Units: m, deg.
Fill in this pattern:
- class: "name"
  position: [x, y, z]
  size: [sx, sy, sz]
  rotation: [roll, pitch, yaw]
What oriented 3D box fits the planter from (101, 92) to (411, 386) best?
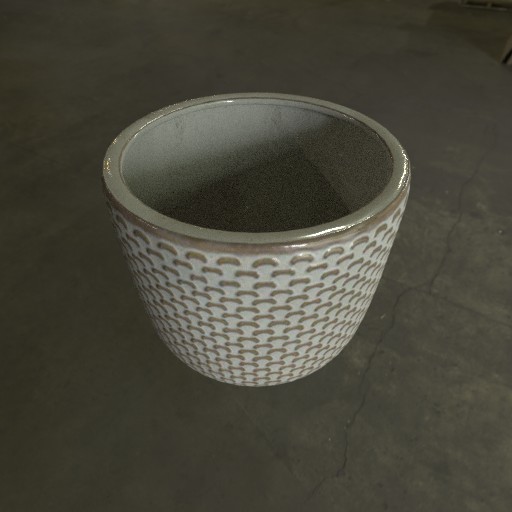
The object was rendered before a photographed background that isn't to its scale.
- class: "planter"
  position: [0.000, 0.000, 0.244]
  size: [0.139, 0.130, 0.139]
  rotation: [0, 41, 0]
